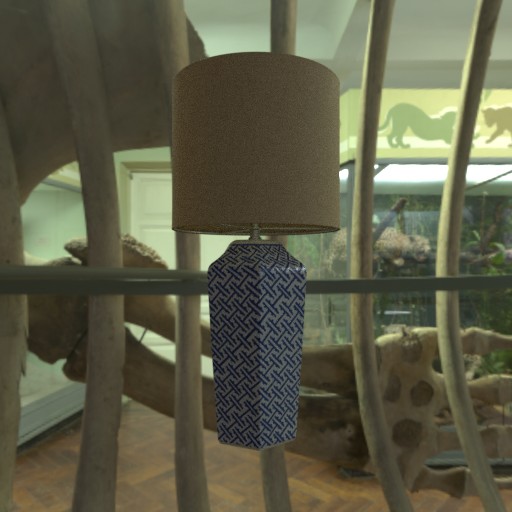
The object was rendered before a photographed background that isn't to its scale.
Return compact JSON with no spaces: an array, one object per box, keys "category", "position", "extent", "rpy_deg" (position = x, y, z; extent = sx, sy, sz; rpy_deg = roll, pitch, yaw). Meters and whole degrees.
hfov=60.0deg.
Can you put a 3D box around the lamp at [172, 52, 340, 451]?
[{"category":"lamp","position":[0.000,0.000,0.855],"extent":[0.320,0.682,0.320],"rpy_deg":[0,-1,-1]}]
